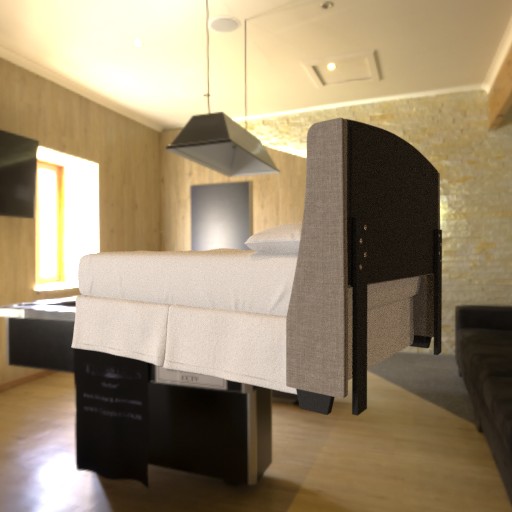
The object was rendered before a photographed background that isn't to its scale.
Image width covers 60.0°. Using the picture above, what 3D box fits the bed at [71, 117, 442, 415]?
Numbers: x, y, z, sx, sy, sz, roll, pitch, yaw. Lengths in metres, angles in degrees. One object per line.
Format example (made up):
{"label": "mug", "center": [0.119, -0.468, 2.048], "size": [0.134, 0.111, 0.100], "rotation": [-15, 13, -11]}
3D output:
{"label": "bed", "center": [0.000, 0.000, 3.262], "size": [2.237, 1.407, 1.710], "rotation": [1, 1, 36]}
